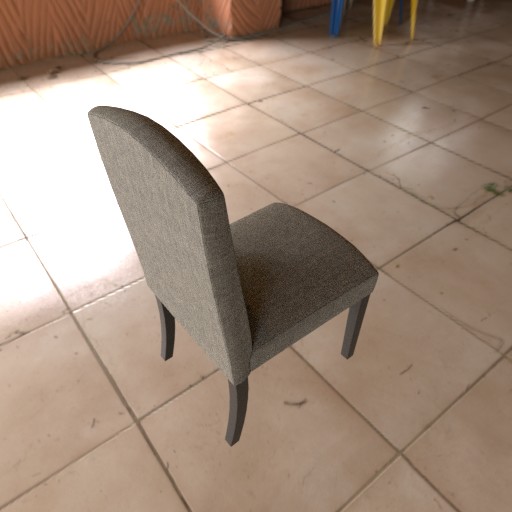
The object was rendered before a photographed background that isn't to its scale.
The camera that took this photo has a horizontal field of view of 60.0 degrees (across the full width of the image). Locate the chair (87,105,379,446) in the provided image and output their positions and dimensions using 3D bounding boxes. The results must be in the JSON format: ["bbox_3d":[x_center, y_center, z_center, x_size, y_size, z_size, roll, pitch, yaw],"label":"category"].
[{"bbox_3d":[0.000,0.000,1.224,0.580,0.917,0.451,-28,49,-28],"label":"chair"}]
